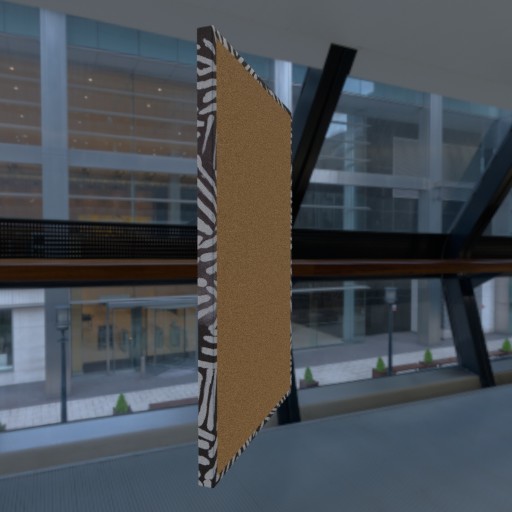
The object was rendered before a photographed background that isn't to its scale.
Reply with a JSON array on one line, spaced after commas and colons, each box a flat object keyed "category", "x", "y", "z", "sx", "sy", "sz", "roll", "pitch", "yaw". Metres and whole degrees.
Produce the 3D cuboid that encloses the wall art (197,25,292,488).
[{"category": "wall art", "x": 0.000, "y": 0.000, "z": 1.170, "sx": 0.035, "sy": 0.918, "sz": 0.615, "roll": 1, "pitch": 2, "yaw": 19}]
